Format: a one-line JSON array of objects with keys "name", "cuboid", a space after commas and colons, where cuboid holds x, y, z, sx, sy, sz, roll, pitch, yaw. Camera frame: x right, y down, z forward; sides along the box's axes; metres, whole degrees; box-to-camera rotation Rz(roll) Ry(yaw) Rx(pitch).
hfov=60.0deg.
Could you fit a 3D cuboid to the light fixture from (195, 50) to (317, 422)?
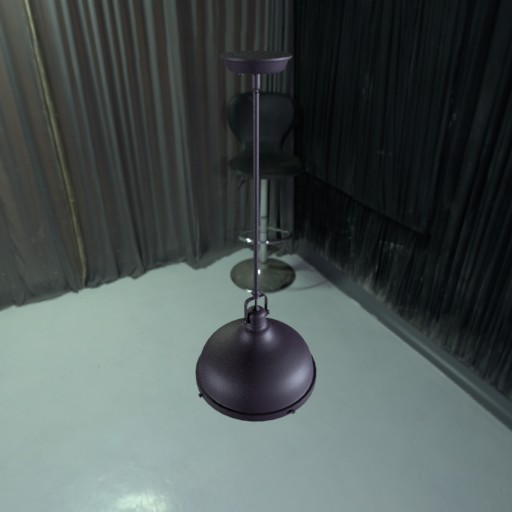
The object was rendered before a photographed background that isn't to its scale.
[{"name": "light fixture", "cuboid": [0.000, 0.000, 1.020, 0.341, 0.849, 0.341, -18, 35, -28]}]
